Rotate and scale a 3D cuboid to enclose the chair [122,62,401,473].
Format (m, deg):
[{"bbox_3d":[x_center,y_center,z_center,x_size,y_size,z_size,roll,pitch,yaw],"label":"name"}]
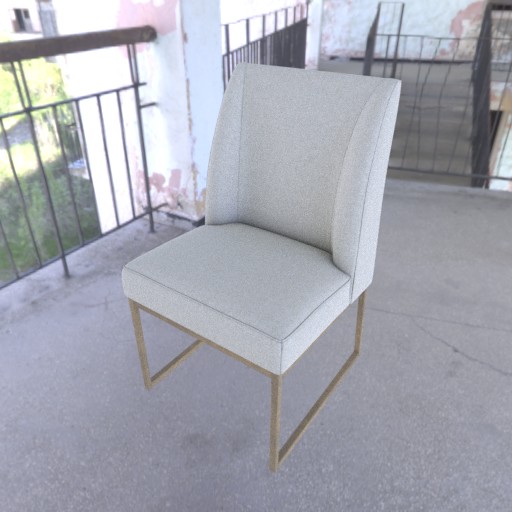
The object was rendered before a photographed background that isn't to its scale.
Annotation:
[{"bbox_3d":[0.000,0.000,1.177,0.508,0.863,0.522,20,37,30],"label":"chair"}]
